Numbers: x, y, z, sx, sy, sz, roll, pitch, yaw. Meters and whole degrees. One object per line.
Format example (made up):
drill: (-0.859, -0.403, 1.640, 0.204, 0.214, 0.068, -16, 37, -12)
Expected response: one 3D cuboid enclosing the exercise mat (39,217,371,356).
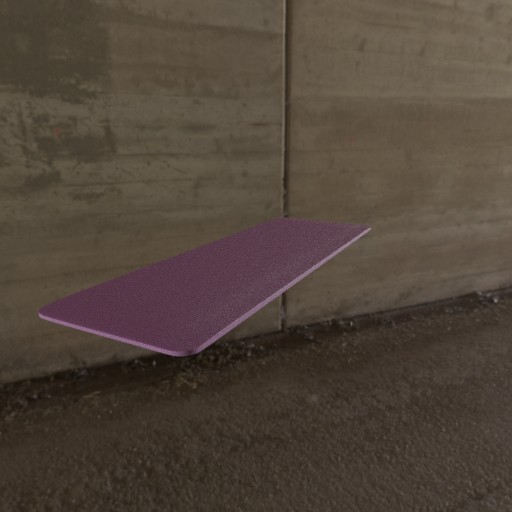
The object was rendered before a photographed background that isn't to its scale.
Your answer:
exercise mat: (0.000, 0.000, 2.059, 0.616, 0.021, 1.869, 8, 18, 27)
